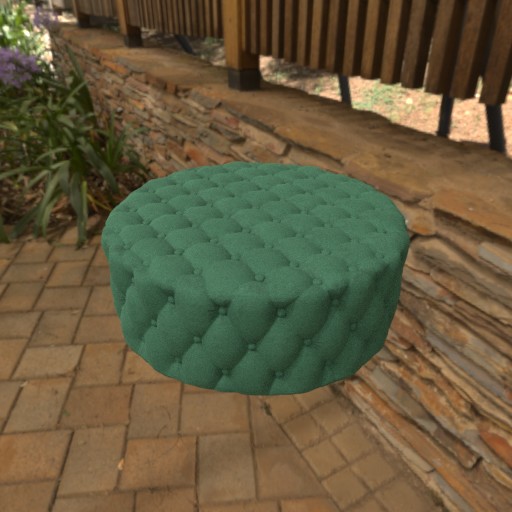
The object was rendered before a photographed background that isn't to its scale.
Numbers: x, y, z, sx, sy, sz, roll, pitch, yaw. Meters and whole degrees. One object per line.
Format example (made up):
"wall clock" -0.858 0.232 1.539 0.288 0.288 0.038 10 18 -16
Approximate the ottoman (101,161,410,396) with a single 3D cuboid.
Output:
"ottoman" 0.000 0.000 1.553 0.998 0.399 0.998 0 31 0
